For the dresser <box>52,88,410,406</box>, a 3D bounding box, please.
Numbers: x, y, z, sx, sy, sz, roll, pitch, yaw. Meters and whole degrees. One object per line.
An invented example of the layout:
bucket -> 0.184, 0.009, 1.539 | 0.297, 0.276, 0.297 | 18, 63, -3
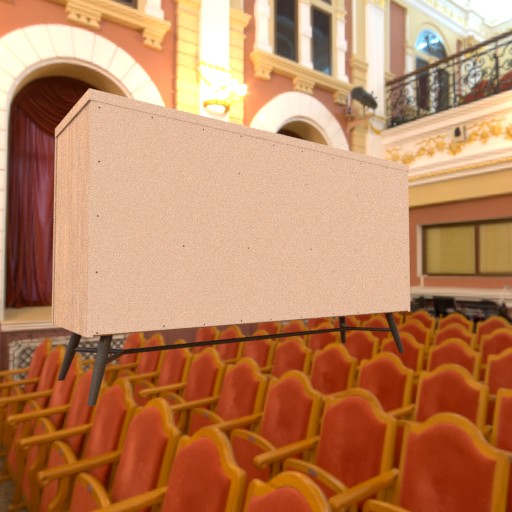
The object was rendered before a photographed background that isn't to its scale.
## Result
dresser -> 0.000, 0.000, 1.892 | 1.524, 0.914, 0.457 | 2, -3, -36
